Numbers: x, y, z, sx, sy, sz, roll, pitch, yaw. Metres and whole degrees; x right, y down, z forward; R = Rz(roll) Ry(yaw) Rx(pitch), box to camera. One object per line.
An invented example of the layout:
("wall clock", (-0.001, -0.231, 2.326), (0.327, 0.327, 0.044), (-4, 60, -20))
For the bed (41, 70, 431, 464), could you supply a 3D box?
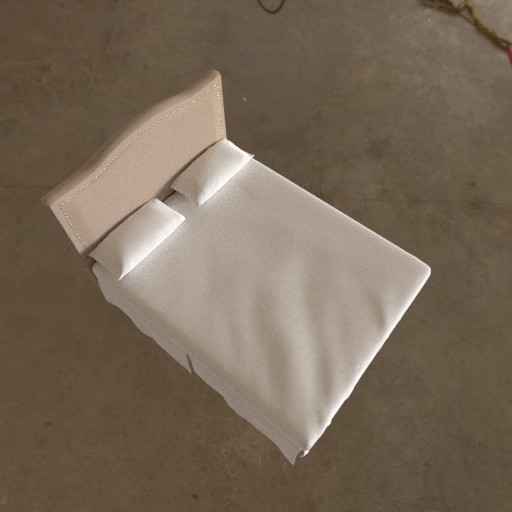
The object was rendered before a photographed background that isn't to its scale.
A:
("bed", (0.000, 0.000, 3.404), (2.282, 1.436, 1.821), (35, 65, 19))
